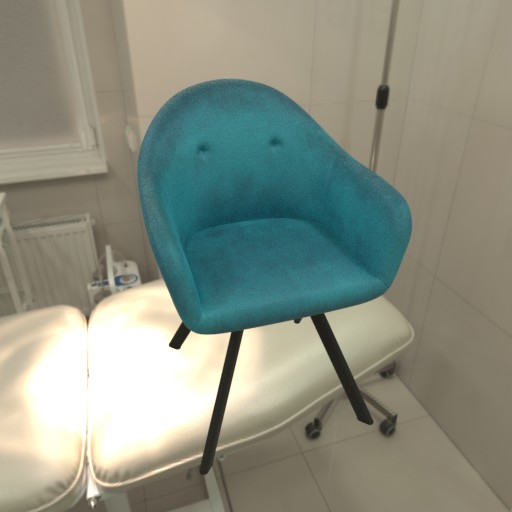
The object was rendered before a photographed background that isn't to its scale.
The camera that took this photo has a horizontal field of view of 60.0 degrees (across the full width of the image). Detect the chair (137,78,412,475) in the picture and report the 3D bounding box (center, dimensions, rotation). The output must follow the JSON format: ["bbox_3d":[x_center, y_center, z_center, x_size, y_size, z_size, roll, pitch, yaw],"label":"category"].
[{"bbox_3d":[0.000,0.000,1.130,0.540,0.780,0.570,-9,31,-16],"label":"chair"}]
